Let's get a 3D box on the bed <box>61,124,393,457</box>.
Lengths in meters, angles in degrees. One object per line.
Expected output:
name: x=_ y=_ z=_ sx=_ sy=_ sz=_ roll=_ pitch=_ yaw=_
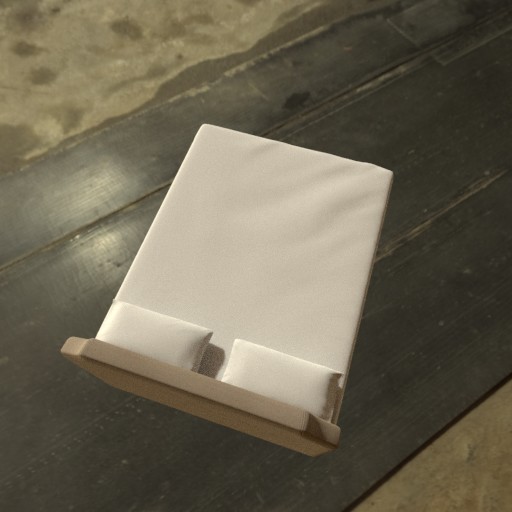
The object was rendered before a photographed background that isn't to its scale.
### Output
bed: x=0.000 y=0.000 z=3.581 sx=1.977 sy=1.293 sz=2.498 roll=16 pitch=65 yaw=8
